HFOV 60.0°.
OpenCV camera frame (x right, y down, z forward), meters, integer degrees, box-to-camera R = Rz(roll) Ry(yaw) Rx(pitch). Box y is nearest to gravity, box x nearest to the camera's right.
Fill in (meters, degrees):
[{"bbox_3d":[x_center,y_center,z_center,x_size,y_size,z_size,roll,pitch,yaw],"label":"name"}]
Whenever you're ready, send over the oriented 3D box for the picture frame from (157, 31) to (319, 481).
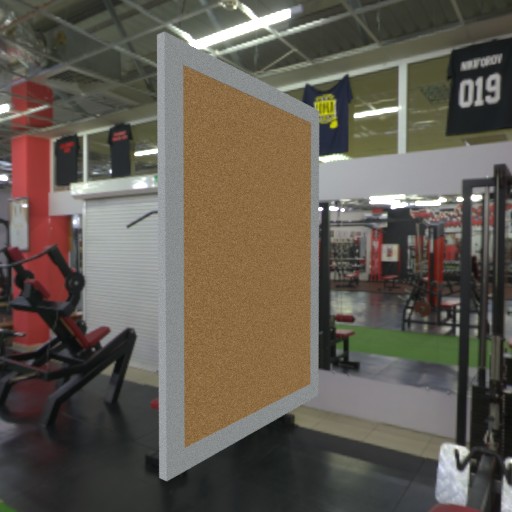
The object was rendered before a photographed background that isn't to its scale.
[{"bbox_3d":[0.000,0.000,0.586,0.011,0.459,0.326,1,2,36],"label":"picture frame"}]
